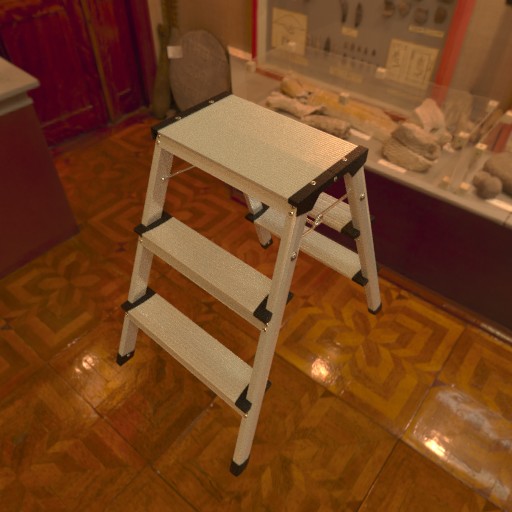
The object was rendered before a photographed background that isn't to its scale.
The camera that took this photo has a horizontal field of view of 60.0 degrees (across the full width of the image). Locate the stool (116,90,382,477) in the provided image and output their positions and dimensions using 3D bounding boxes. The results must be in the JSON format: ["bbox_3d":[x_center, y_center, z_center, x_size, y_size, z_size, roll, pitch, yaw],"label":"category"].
[{"bbox_3d":[0.000,0.000,1.010,0.437,0.605,0.622,32,53,28],"label":"stool"}]
